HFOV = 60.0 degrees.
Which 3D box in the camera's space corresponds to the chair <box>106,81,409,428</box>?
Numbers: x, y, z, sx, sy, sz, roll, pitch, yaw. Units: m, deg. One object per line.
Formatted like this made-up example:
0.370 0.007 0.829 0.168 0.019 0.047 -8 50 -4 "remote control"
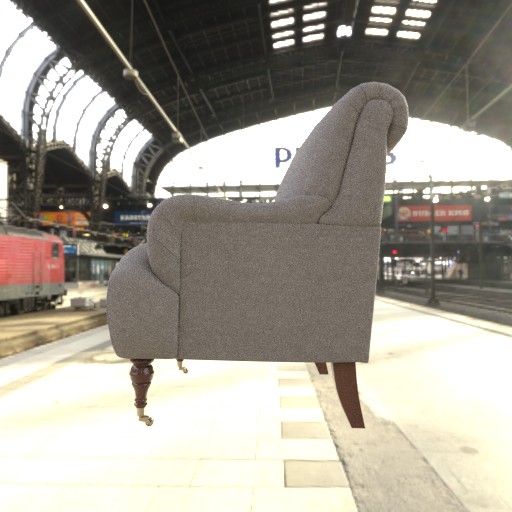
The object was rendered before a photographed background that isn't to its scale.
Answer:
0.000 0.000 1.524 0.843 0.942 0.766 0 -2 0 "chair"
